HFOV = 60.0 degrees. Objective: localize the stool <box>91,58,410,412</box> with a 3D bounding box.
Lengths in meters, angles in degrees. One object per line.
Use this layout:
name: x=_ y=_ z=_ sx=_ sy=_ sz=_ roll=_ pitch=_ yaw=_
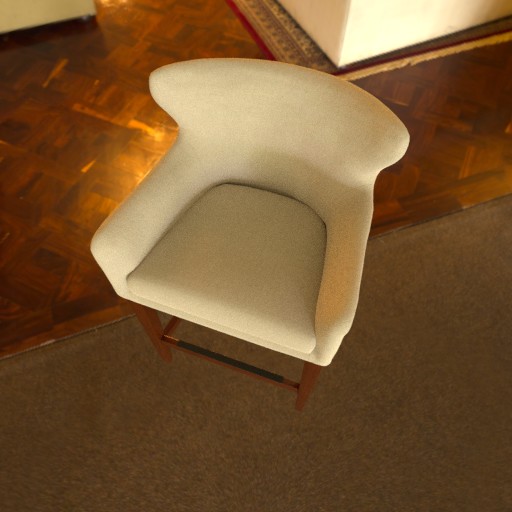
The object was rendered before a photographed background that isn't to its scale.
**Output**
stool: x=0.000 y=0.000 z=1.307 sx=0.601 sy=0.951 sz=0.570 roll=17 pitch=60 yaw=10
